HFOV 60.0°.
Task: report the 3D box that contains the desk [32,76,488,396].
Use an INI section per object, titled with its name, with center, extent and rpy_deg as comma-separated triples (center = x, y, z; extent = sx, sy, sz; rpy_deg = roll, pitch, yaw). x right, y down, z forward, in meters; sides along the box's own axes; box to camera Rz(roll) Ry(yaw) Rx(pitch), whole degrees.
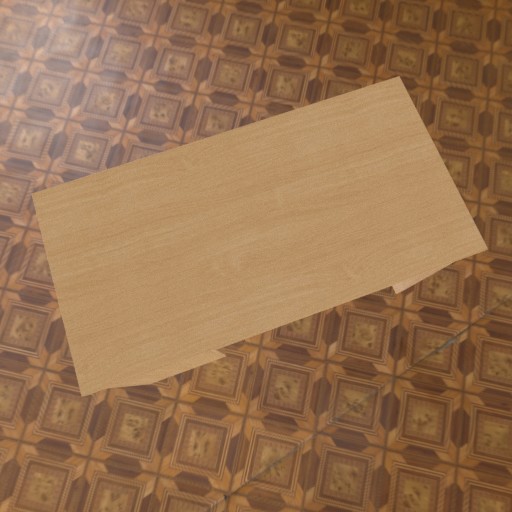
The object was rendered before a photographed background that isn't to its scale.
[desk]
center = 0.000, 0.000, 1.541
extent = 1.097, 0.735, 0.560
rpy_deg = -19, 76, -5
